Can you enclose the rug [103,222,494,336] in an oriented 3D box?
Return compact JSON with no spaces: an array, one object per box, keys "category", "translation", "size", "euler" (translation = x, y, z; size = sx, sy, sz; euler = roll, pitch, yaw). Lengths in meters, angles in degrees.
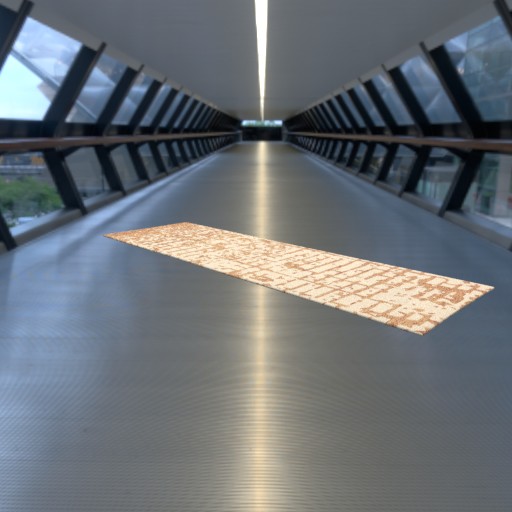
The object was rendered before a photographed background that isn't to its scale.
[{"category":"rug","translation":[0.000,0.000,2.667],"size":[0.750,0.011,2.435],"euler":[-14,20,-43]}]
